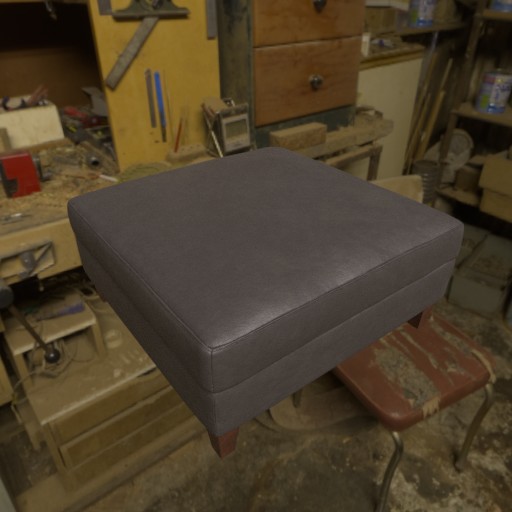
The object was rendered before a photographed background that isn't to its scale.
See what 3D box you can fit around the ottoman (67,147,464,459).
[{"bbox_3d":[0.000,0.000,1.331,0.844,0.415,0.836,-22,38,-31],"label":"ottoman"}]
